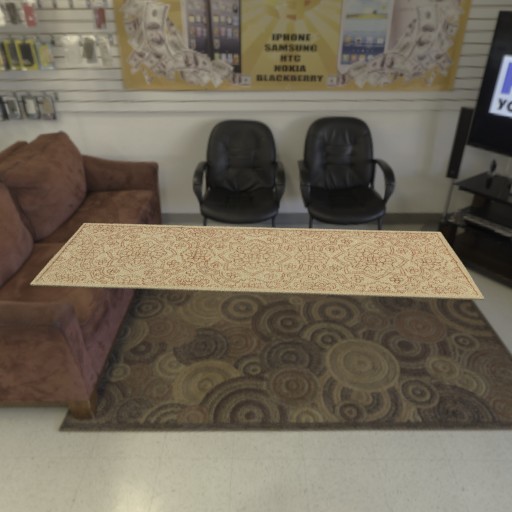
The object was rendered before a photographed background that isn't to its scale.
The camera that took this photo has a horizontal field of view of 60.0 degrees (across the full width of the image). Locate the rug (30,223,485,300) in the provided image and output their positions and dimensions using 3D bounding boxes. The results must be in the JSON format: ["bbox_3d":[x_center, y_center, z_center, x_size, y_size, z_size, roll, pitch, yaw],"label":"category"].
[{"bbox_3d":[0.000,0.000,2.701,2.448,0.012,0.769,2,30,3],"label":"rug"}]
